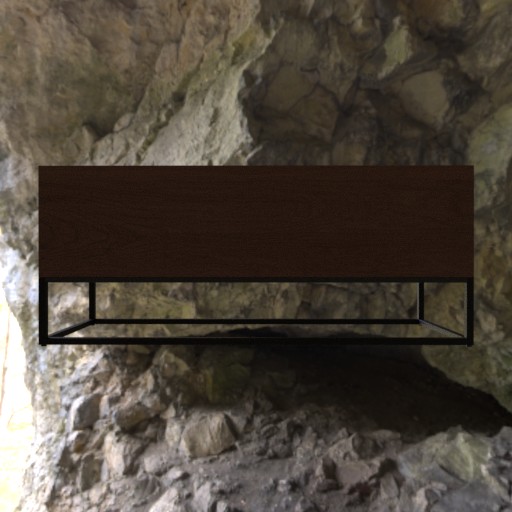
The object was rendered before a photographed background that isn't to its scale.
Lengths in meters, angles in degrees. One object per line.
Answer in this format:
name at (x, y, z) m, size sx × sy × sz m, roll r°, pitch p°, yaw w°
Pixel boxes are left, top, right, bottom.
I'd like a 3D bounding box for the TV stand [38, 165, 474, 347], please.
TV stand at (0.000, 0.000, 1.427) m, size 1.200 × 0.500 × 0.415 m, roll 0°, pitch 0°, yaw 0°
